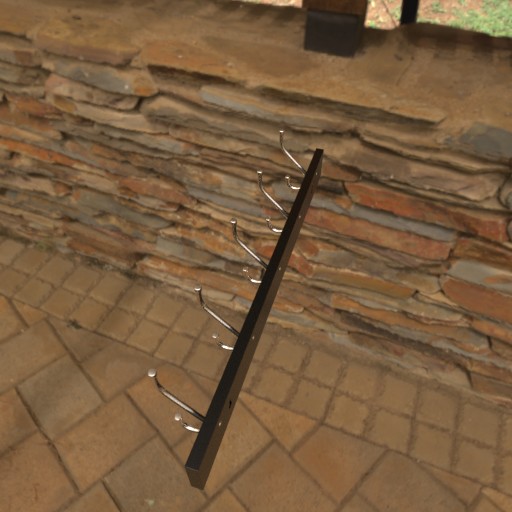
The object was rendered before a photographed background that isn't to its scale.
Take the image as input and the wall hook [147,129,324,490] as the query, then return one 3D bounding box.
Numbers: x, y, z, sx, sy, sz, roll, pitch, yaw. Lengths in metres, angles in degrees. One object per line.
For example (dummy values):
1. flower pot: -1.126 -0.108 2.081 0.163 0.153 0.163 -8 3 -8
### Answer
1. wall hook: 0.000 0.000 0.615 0.071 0.117 0.571 13 48 12
